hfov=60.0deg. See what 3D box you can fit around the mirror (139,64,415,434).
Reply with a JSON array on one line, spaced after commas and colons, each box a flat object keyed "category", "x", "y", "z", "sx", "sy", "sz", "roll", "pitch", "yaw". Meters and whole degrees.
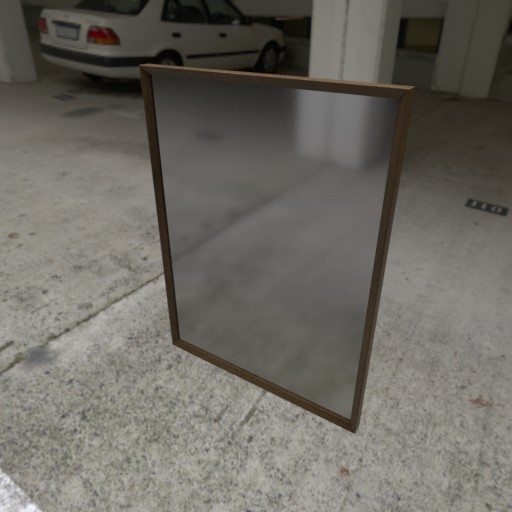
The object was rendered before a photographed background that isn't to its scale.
[{"category": "mirror", "x": 0.000, "y": 0.000, "z": 1.327, "sx": 0.762, "sy": 1.016, "sz": 0.041, "roll": 18, "pitch": 34, "yaw": 29}]
